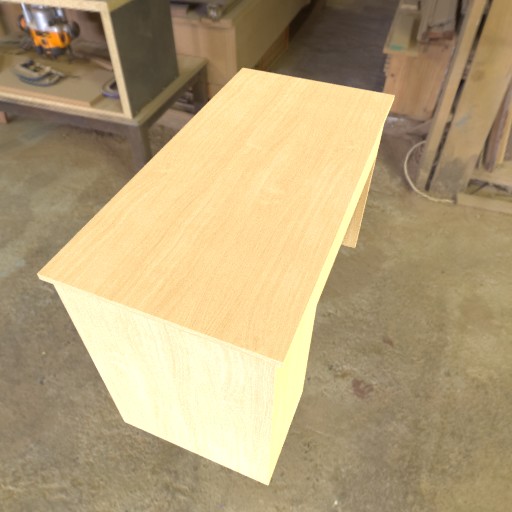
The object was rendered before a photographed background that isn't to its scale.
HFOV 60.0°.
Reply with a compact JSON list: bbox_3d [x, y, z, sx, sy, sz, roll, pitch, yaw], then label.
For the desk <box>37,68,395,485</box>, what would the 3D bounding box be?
[{"bbox_3d":[0.000,0.000,1.489,0.560,0.735,1.097,17,49,15],"label":"desk"}]
